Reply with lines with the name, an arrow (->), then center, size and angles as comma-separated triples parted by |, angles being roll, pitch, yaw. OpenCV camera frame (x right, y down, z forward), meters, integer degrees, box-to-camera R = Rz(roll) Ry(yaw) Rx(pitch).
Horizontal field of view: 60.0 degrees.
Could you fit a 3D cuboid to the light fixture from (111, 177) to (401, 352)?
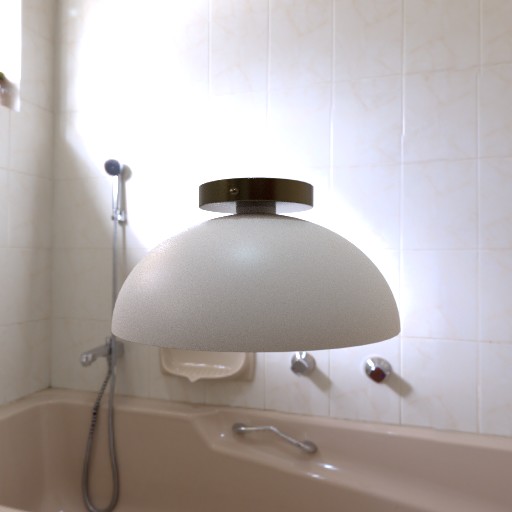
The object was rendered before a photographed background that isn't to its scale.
light fixture -> 0.000, 0.000, 0.573 | 0.355, 0.177, 0.355 | 0, -1, 0
